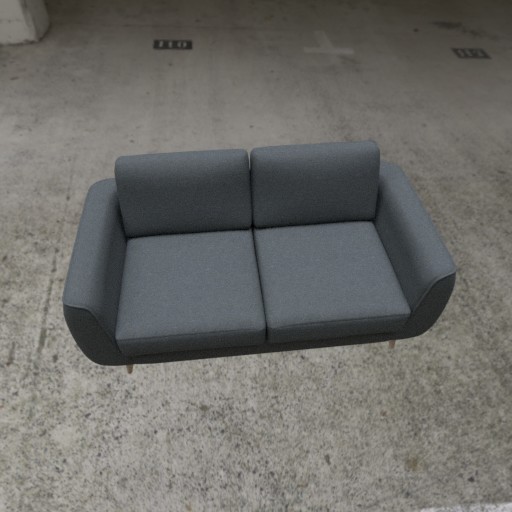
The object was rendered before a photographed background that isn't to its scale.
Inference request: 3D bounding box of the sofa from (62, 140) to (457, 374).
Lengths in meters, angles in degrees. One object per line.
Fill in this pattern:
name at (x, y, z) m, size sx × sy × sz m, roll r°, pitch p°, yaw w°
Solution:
sofa at (0.000, 0.000, 2.261) m, size 1.700 × 0.850 × 0.920 m, roll -4°, pitch 46°, yaw -4°
